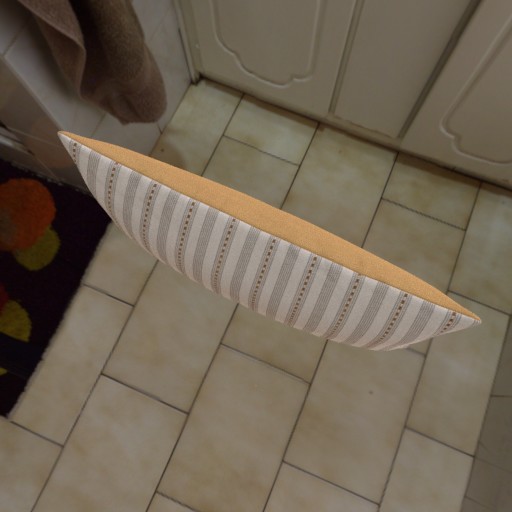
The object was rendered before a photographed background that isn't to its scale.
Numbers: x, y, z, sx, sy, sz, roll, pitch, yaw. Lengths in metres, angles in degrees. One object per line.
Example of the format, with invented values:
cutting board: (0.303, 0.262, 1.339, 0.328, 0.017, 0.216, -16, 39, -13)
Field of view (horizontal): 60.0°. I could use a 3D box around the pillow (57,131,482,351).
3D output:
pillow: (0.000, 0.000, 0.709, 0.608, 0.291, 0.151, 25, 75, 7)
